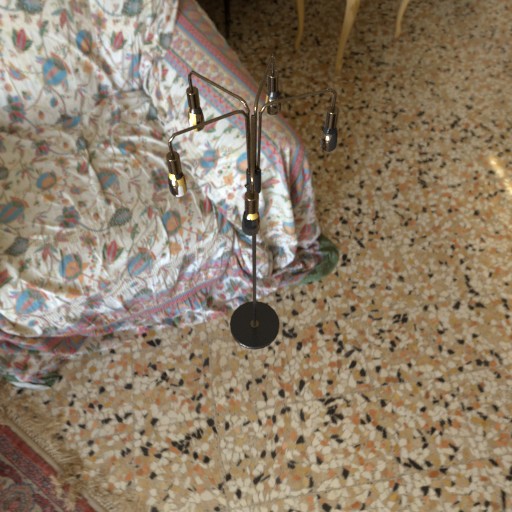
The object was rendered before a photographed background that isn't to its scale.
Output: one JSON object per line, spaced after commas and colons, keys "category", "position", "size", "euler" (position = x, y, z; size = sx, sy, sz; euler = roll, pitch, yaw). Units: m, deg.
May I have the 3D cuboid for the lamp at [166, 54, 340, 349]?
{"category": "lamp", "position": [0.000, 0.000, 2.053], "size": [0.572, 1.721, 0.599], "euler": [-1, 59, 0]}
